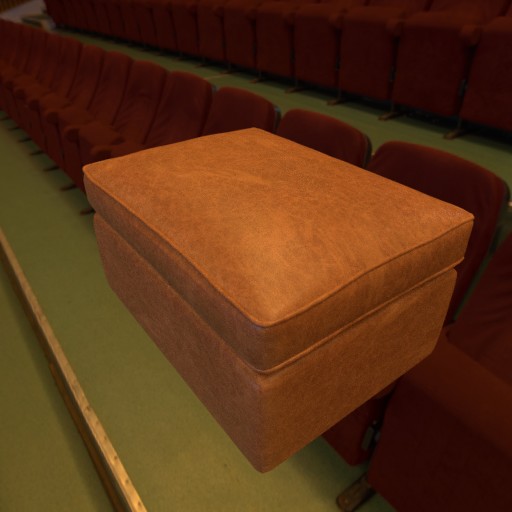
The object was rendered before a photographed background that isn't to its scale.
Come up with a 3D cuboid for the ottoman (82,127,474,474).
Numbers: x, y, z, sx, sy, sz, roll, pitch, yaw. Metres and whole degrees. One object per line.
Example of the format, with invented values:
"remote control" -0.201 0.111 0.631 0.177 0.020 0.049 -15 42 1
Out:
"ottoman" 0.000 0.000 1.078 0.554 0.468 0.756 -22 39 -30
